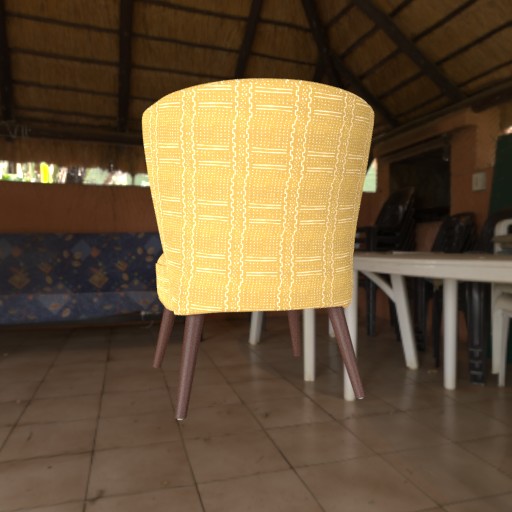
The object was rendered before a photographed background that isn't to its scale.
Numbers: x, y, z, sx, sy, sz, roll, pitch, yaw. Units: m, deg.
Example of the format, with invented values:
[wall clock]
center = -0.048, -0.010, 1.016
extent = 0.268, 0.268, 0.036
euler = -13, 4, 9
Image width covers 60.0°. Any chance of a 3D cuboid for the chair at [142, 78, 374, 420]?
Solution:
[chair]
center = 0.000, 0.000, 1.416
extent = 0.706, 0.866, 0.758
euler = 0, 2, -17
